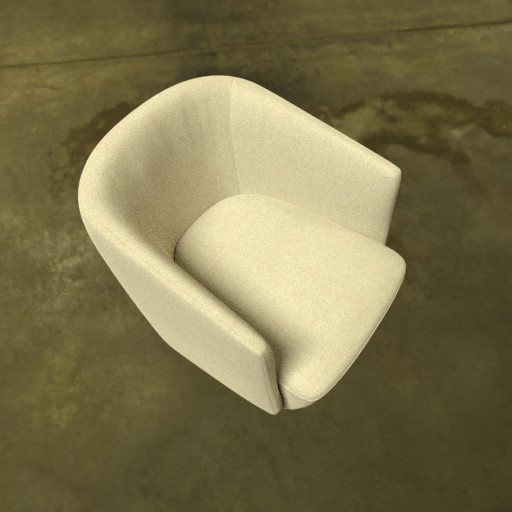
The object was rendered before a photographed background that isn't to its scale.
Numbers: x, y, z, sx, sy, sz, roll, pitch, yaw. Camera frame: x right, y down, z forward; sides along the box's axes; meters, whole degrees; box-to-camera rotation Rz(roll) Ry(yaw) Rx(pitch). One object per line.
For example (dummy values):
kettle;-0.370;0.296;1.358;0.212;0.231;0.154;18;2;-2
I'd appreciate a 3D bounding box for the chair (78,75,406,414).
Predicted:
chair;0.000;0.000;1.631;0.986;0.861;0.822;32;63;18
